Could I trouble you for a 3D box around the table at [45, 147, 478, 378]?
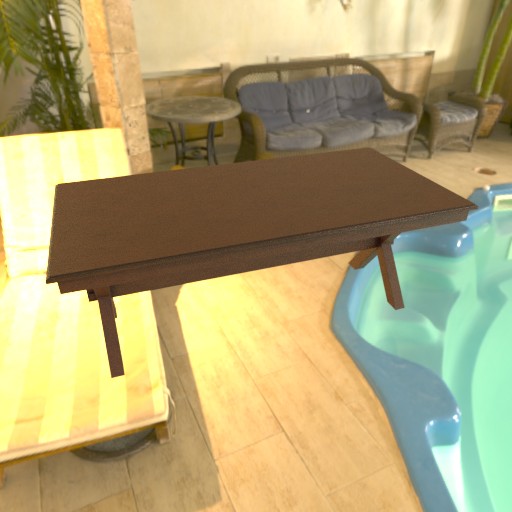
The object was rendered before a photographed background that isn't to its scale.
[{"bbox_3d":[0.000,0.000,1.506,1.197,0.459,0.594,-10,33,-16],"label":"table"}]
